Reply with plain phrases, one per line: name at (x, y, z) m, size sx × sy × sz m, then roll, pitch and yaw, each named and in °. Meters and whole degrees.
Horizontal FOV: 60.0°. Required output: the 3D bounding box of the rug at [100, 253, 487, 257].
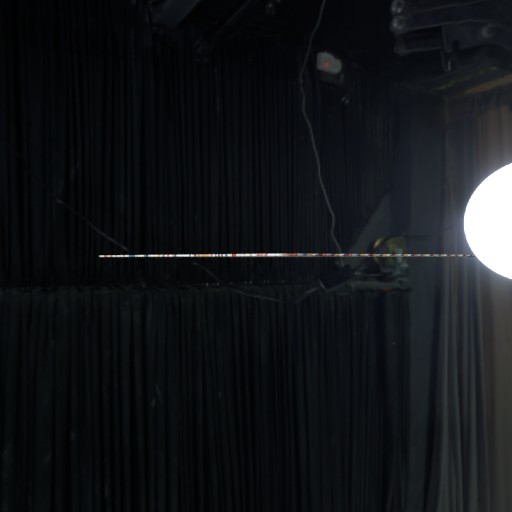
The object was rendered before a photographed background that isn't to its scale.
rug at (0.000, 0.000, 3.225) m, size 1.523 × 0.010 × 2.584 m, roll 0°, pitch 0°, yaw -36°
